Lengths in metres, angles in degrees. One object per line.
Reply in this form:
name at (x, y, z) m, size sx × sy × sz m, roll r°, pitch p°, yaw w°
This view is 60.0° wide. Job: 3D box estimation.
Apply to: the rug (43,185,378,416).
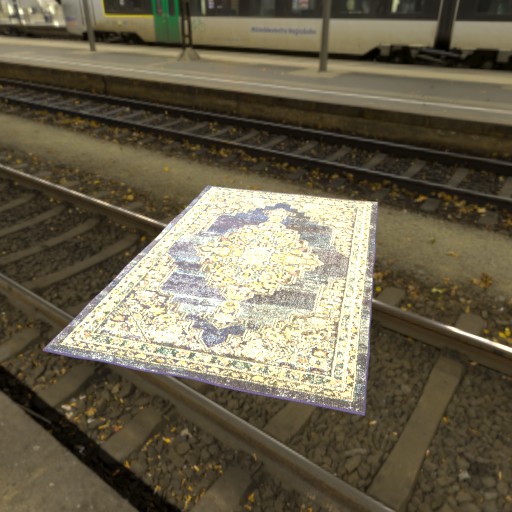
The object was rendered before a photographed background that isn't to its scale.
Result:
rug at (0.000, 0.000, 2.266) m, size 1.184 × 0.012 × 1.781 m, roll 7°, pitch 30°, yaw 13°
